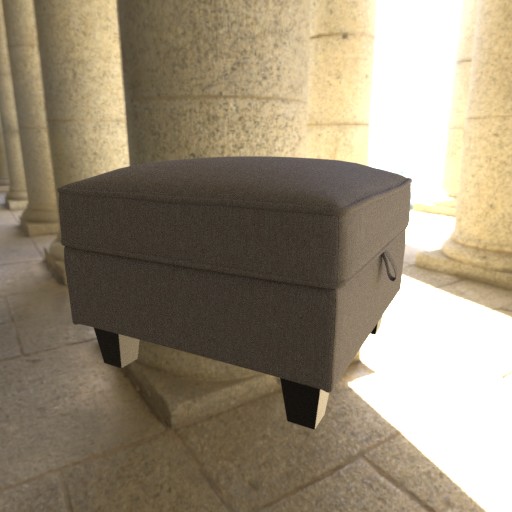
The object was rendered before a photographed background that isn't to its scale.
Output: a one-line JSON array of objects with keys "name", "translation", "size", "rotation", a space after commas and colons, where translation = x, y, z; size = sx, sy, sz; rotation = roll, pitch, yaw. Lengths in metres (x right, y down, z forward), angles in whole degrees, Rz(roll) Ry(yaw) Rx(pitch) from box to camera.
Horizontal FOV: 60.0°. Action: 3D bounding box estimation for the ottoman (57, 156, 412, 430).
[{"name": "ottoman", "translation": [0.000, 0.000, 1.404], "size": [0.871, 0.612, 0.808], "rotation": [8, 17, 27]}]
